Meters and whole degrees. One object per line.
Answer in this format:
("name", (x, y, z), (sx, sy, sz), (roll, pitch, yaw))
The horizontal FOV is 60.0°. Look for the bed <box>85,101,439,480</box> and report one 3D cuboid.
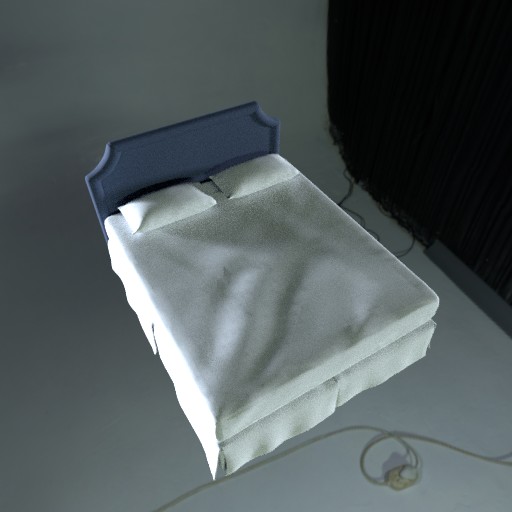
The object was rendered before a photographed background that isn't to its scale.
("bed", (0.000, 0.000, 4.159), (2.350, 1.488, 2.773), (-23, 50, -21))
